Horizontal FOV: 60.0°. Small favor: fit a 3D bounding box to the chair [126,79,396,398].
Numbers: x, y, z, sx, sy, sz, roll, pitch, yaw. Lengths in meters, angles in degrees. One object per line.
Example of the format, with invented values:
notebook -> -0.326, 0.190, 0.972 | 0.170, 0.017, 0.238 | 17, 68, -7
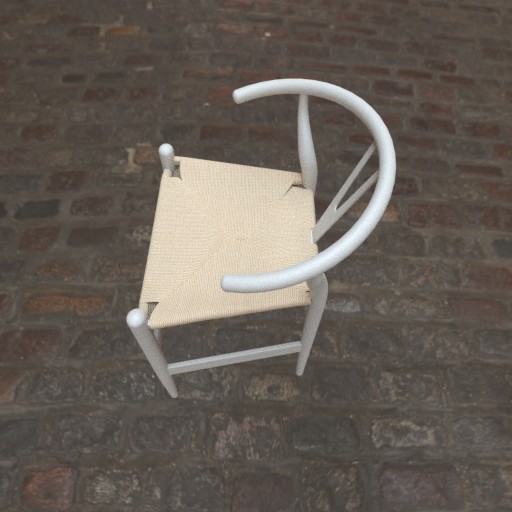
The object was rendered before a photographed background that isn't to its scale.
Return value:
chair -> 0.000, 0.000, 1.100 | 0.500, 0.736, 0.533 | 1, 56, 0
